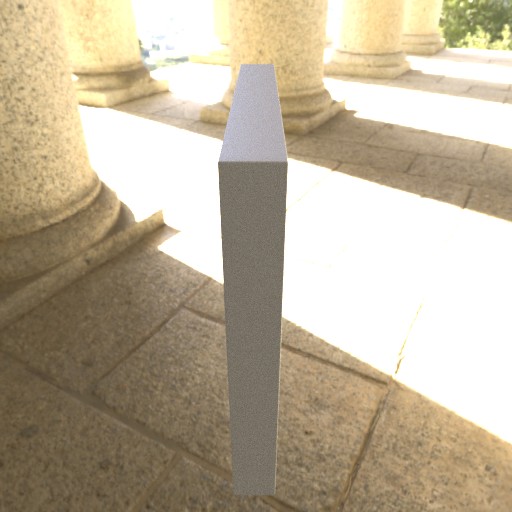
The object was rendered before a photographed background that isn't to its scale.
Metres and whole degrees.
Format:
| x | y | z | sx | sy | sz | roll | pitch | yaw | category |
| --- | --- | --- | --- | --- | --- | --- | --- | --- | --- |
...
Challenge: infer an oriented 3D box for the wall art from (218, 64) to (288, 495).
| x | y | z | sx | sy | sz | roll | pitch | yaw | category |
| --- | --- | --- | --- | --- | --- | --- | --- | --- | --- |
| 0.000 | 0.000 | 0.438 | 0.037 | 0.305 | 0.305 | 0 | 32 | 1 | wall art |
